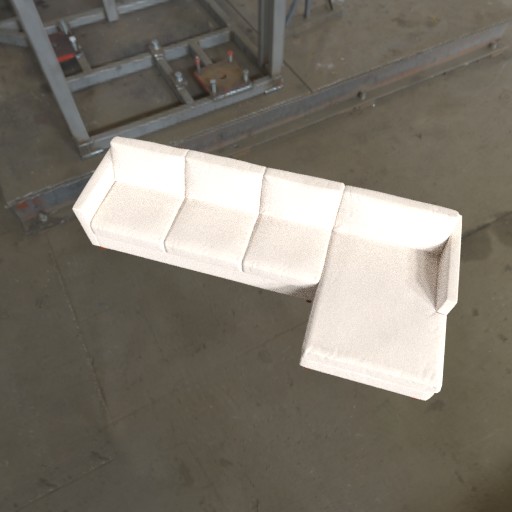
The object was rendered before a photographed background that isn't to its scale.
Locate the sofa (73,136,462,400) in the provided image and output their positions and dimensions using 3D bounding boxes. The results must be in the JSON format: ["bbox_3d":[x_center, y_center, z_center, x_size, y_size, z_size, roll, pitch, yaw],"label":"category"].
[{"bbox_3d":[0.000,0.000,4.103,3.471,0.954,1.606,14,59,8],"label":"sofa"}]
